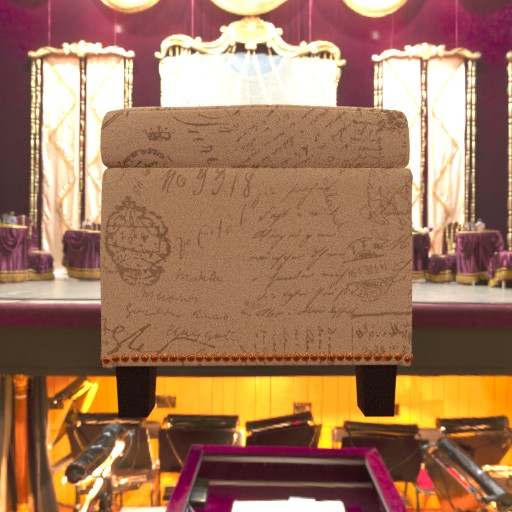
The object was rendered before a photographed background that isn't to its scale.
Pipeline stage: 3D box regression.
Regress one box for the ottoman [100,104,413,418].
[{"bbox_3d":[0.000,0.000,0.837,0.449,0.457,0.450,0,0,0],"label":"ottoman"}]
